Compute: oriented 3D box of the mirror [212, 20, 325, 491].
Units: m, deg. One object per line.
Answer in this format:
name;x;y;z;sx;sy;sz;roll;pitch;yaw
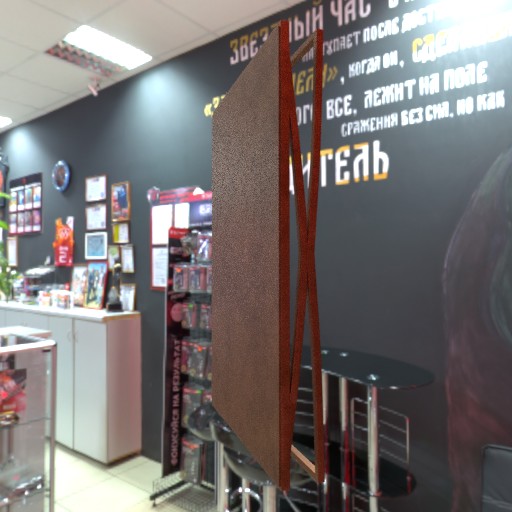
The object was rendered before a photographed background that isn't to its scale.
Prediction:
mirror;0.000;0.000;0.954;0.082;0.768;0.468;0;-1;-19
